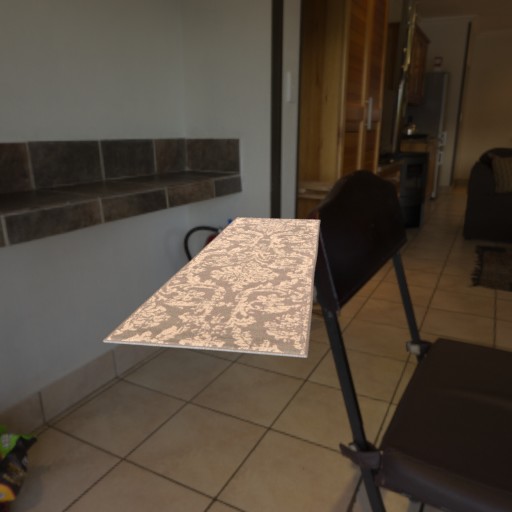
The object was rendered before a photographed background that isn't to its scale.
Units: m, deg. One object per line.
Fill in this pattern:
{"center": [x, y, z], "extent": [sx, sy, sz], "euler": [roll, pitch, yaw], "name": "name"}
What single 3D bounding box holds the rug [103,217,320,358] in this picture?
{"center": [0.000, 0.000, 2.430], "extent": [0.662, 0.011, 2.196], "euler": [2, 16, 9], "name": "rug"}
